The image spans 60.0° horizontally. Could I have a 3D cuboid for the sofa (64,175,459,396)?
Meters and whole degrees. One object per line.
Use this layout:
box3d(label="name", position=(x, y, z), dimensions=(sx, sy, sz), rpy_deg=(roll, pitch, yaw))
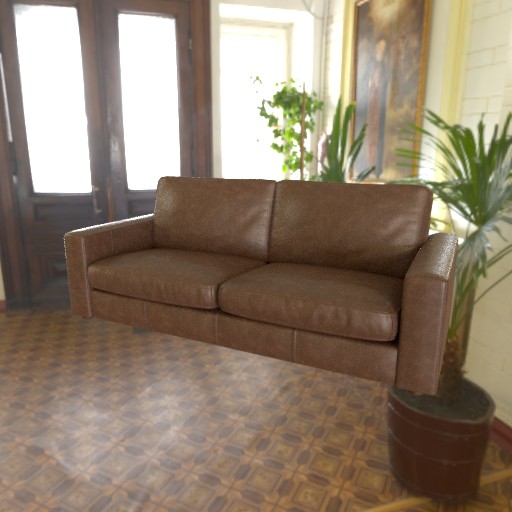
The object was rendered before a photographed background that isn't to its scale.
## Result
box3d(label="sofa", position=(0.000, 0.000, 2.672), dimensions=(2.179, 0.873, 1.016), rpy_deg=(7, 16, 25))
